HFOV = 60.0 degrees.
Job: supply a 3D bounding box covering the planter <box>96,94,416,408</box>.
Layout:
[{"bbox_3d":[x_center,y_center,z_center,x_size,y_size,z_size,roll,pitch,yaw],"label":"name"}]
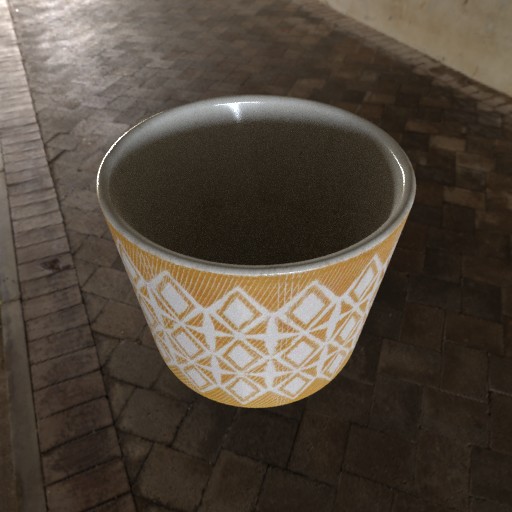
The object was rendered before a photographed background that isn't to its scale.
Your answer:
[{"bbox_3d":[0.000,0.000,0.332,0.193,0.165,0.193,0,44,0],"label":"planter"}]
